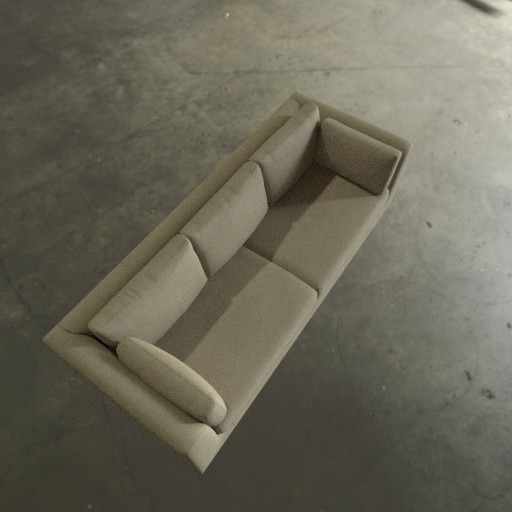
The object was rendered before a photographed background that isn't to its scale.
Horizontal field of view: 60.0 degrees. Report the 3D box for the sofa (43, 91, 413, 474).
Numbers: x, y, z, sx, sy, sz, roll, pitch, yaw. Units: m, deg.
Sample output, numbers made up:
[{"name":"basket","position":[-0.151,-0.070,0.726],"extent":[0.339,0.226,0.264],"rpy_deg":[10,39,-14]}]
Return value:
[{"name":"sofa","position":[0.000,0.000,2.889],"extent":[0.969,0.867,2.415],"rpy_deg":[31,62,18]}]
